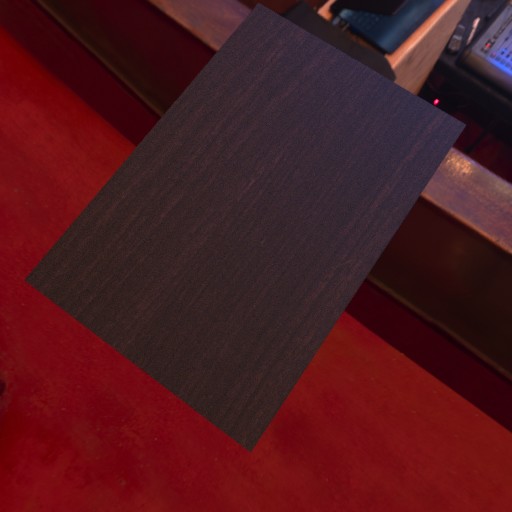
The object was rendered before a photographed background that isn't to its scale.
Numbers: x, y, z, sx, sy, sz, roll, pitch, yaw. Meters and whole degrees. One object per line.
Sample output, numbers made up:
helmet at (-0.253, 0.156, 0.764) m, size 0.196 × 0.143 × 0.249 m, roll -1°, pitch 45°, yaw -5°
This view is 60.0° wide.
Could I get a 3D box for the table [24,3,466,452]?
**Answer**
table at (0.000, 0.000, 1.017) m, size 0.406 × 0.711 × 0.591 m, roll 34°, pitch 79°, yaw 8°
